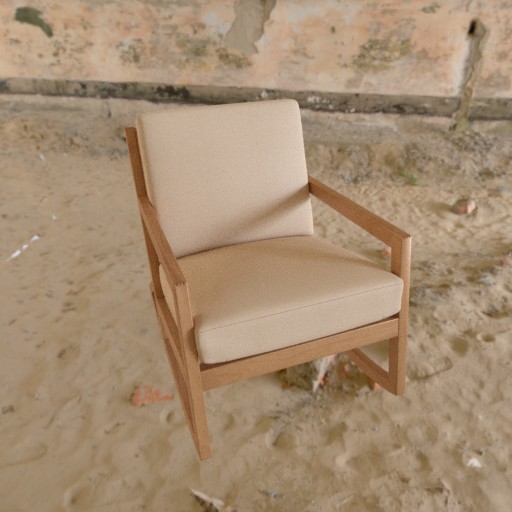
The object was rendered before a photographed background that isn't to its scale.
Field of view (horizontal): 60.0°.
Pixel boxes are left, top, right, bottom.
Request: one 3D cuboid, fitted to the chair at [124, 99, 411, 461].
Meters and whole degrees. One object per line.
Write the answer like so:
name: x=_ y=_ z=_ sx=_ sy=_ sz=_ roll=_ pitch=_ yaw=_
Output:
chair: x=0.000 y=0.000 z=1.404 sx=0.622 sy=0.790 sz=0.857 roll=-11 pitch=34 yaw=-17
